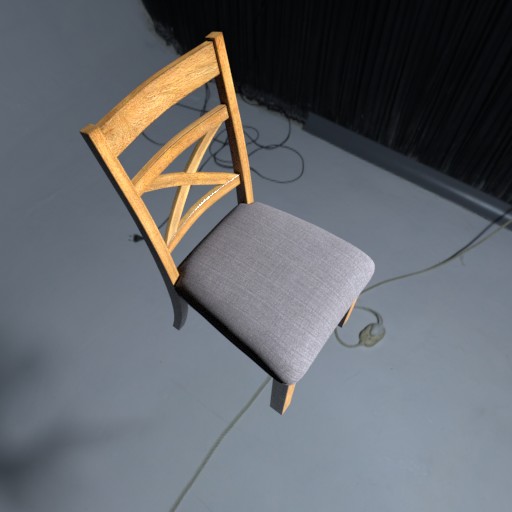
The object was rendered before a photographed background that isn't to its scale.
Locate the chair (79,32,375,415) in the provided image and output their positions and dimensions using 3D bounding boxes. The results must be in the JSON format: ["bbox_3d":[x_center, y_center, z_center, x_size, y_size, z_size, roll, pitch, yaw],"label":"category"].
[{"bbox_3d":[0.000,0.000,1.259,0.581,0.949,0.470,33,64,18],"label":"chair"}]
